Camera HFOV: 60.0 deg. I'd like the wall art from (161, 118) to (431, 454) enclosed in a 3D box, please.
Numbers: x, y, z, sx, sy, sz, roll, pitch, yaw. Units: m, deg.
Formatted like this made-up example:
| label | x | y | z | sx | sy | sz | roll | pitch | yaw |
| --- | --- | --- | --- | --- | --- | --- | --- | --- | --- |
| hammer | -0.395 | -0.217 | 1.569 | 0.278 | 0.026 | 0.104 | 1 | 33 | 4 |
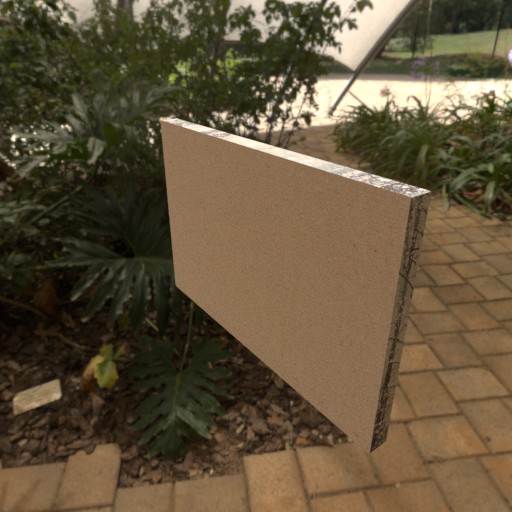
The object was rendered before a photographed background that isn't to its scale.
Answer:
| label | x | y | z | sx | sy | sz | roll | pitch | yaw |
| --- | --- | --- | --- | --- | --- | --- | --- | --- | --- |
| wall art | 0.000 | 0.000 | 0.800 | 0.042 | 0.398 | 0.618 | -18 | 31 | -32 |
